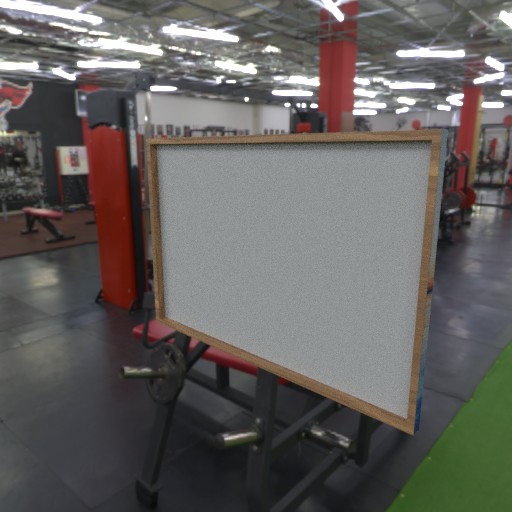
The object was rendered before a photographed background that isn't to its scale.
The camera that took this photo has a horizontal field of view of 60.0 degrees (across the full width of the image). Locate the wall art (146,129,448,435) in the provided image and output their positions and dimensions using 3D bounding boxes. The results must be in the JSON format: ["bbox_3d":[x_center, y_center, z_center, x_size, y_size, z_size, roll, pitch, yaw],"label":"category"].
[{"bbox_3d":[0.000,0.000,1.437,1.137,0.756,0.034,12,18,42],"label":"wall art"}]
